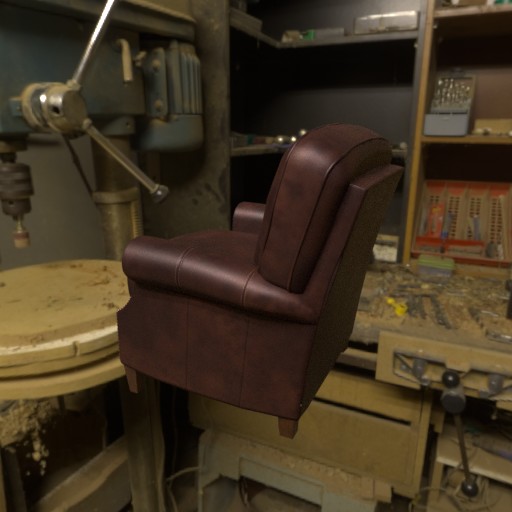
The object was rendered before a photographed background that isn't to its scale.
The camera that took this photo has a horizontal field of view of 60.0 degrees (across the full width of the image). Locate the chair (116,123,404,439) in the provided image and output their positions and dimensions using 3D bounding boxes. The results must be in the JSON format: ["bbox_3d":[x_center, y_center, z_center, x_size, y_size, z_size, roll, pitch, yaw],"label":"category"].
[{"bbox_3d":[0.000,0.000,1.771,0.986,1.018,0.936,8,18,25],"label":"chair"}]
